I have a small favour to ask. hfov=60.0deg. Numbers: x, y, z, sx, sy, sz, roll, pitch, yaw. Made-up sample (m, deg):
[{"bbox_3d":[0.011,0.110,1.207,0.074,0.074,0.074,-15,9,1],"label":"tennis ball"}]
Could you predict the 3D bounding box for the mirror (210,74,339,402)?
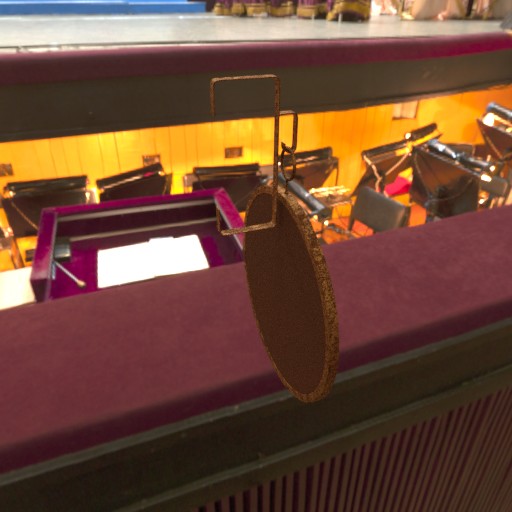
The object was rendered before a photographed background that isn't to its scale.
[{"bbox_3d":[0.000,0.000,0.855,0.144,0.651,0.447,-11,33,-17],"label":"mirror"}]
